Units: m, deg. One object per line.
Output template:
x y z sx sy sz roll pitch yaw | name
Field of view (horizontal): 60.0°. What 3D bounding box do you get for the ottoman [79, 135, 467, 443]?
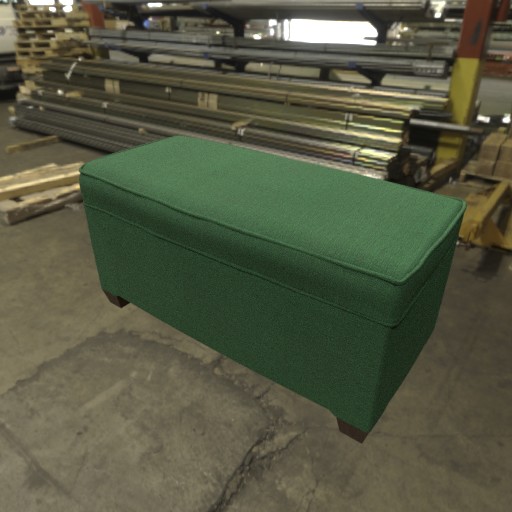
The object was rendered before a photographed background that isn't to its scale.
0.000 0.000 1.237 0.957 0.471 0.483 21 36 31 | ottoman
